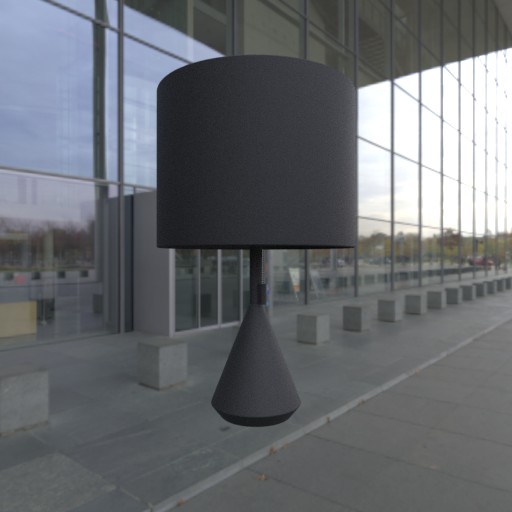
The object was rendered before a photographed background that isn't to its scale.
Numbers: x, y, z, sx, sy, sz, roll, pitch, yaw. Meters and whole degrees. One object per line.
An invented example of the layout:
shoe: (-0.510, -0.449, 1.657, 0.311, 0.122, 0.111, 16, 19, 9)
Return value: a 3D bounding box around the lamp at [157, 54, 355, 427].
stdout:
lamp: (0.000, 0.000, 0.820, 0.359, 0.584, 0.359, 0, 0, -35)
